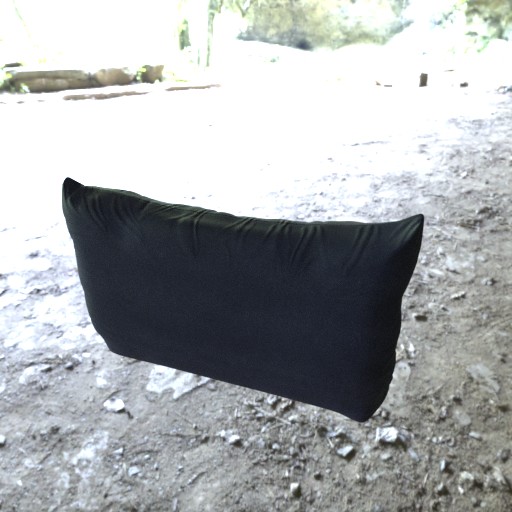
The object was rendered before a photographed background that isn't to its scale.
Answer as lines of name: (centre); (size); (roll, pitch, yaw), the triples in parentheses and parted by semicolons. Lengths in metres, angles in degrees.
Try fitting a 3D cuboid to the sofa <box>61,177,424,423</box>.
sofa: (0.000, 0.000, 1.714); (1.122, 0.778, 0.849); (10, 31, 16)
